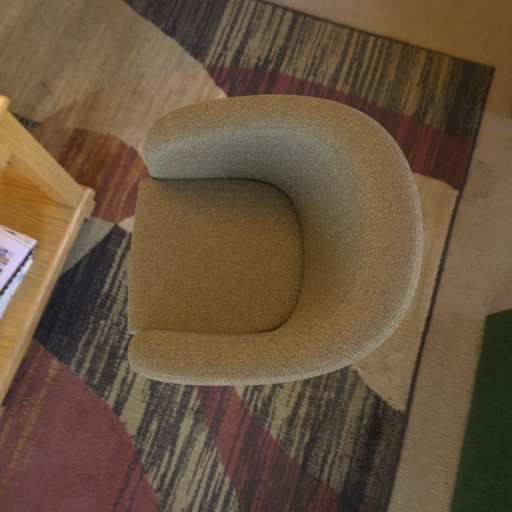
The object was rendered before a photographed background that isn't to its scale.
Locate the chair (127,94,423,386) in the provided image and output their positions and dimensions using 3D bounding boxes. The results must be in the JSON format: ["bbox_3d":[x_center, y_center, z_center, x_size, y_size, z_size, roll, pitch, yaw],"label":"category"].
[{"bbox_3d":[0.000,0.000,1.431,0.815,0.771,0.791,1,75,0],"label":"chair"}]
